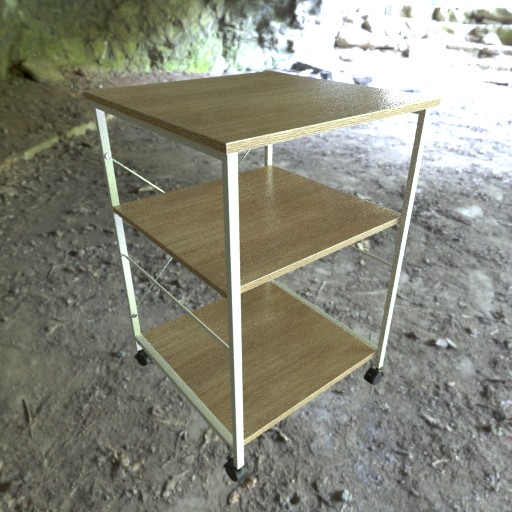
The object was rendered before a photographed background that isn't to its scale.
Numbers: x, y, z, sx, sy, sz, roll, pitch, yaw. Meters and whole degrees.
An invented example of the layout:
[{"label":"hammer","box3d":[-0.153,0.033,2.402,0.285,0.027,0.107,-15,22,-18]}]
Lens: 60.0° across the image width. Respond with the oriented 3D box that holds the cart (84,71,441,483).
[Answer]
[{"label":"cart","box3d":[0.000,0.000,1.096,0.521,0.762,0.520,-22,36,-33]}]
